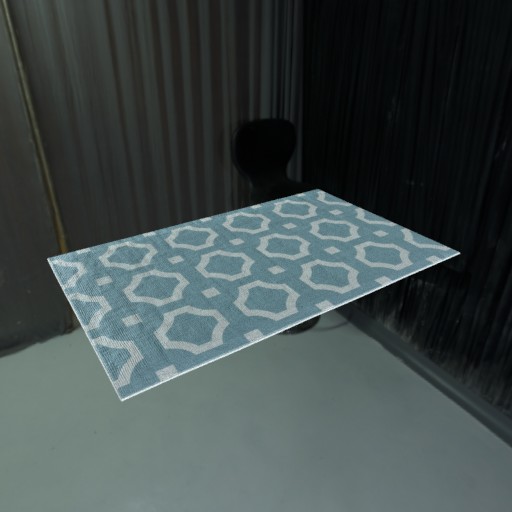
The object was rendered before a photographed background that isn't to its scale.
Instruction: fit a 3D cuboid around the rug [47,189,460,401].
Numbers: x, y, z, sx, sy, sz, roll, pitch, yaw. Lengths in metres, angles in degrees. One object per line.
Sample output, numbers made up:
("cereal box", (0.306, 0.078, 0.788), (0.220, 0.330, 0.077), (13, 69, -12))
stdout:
("rug", (0.000, 0.000, 3.088), (2.443, 0.015, 1.528), (-18, 34, -29))
